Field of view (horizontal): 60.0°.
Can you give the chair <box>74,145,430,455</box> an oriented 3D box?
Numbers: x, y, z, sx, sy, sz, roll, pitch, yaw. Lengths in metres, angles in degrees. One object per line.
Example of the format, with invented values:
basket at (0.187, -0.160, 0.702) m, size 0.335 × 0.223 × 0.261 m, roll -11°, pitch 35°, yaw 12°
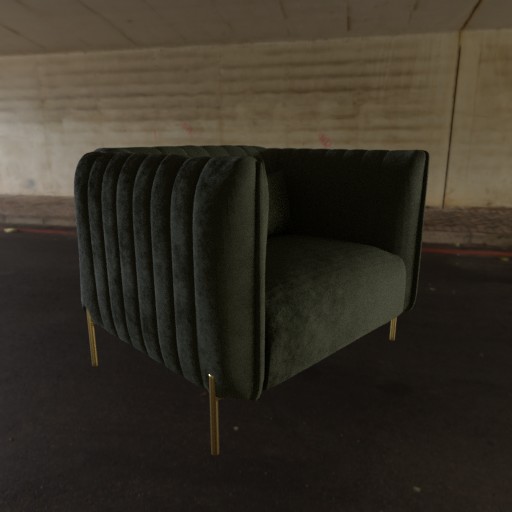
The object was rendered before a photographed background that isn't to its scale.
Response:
chair at (0.000, 0.000, 1.649) m, size 0.877 × 0.794 × 1.032 m, roll 14°, pitch 20°, yaw 42°
